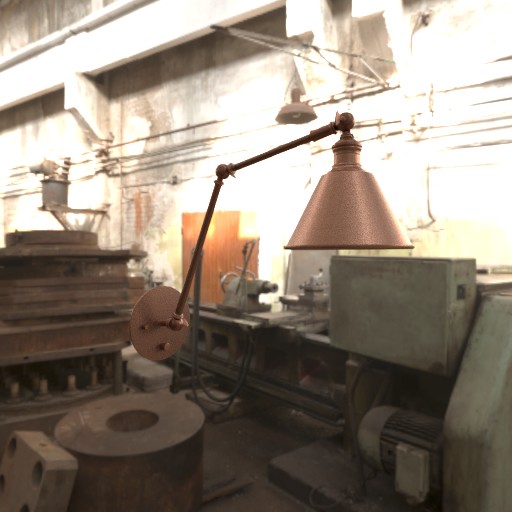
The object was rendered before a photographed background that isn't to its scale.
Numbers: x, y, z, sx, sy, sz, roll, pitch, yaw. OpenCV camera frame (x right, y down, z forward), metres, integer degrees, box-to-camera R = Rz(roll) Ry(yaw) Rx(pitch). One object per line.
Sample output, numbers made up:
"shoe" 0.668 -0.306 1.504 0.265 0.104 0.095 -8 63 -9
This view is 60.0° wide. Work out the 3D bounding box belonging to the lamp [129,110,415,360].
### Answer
"lamp" 0.000 0.000 0.899 0.624 0.502 0.223 0 0 37
